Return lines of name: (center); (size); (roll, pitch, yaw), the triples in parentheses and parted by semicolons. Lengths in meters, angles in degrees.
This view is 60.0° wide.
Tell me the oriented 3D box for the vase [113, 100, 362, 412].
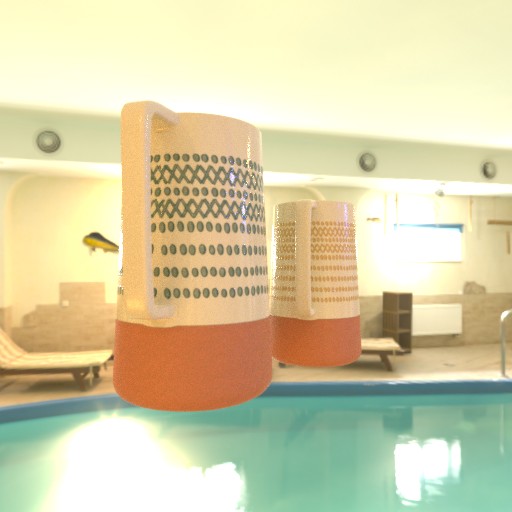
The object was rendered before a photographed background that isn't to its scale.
vase: (0.000, 0.000, 0.459); (0.326, 0.247, 0.168); (0, 0, -35)
